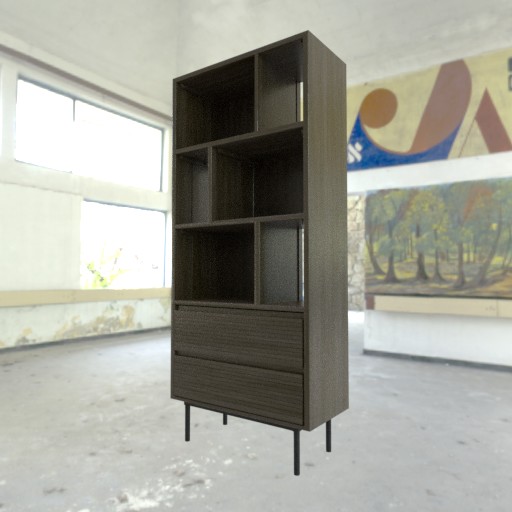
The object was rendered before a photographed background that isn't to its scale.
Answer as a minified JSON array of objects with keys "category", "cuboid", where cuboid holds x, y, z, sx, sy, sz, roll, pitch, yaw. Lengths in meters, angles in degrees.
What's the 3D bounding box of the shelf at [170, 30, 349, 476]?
[{"category":"shelf","cuboid":[0.000,0.000,1.830,0.670,1.545,0.323,-1,-2,36]}]
